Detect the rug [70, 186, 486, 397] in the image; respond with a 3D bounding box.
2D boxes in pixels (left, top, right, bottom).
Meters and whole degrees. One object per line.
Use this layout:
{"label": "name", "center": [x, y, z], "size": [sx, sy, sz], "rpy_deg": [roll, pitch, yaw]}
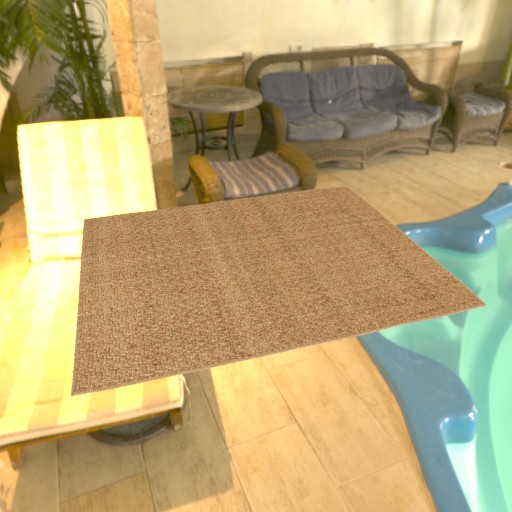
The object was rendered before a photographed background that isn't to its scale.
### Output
{"label": "rug", "center": [0.000, 0.000, 4.009], "size": [3.048, 0.013, 2.439], "rpy_deg": [-9, 33, -14]}
